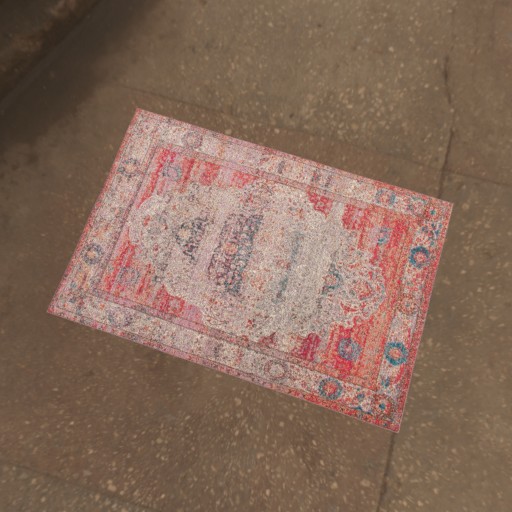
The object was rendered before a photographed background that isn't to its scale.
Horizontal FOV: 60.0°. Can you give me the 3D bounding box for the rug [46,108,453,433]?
[{"bbox_3d":[0.000,0.000,2.306,1.829,0.006,1.219,18,77,4],"label":"rug"}]
